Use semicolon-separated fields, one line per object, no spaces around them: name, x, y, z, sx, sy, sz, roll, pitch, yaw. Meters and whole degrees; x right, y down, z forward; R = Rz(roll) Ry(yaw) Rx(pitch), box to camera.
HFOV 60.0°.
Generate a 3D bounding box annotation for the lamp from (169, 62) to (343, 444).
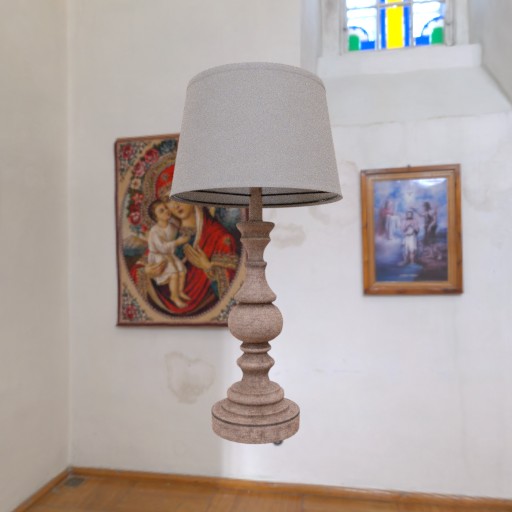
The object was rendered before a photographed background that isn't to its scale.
lamp;0.000;0.000;0.885;0.340;0.678;0.340;0;0;0
